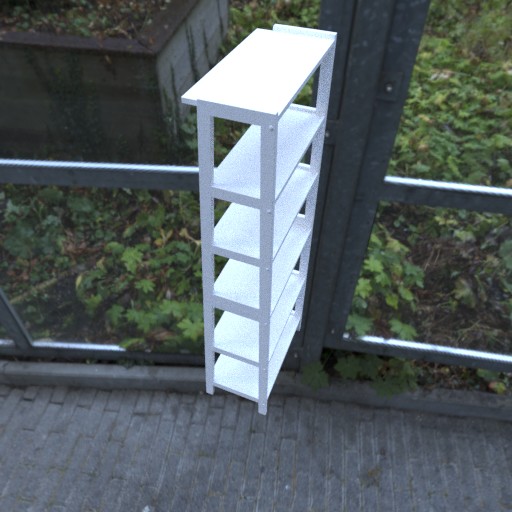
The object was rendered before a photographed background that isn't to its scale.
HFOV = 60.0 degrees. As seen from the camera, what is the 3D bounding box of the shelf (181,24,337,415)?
[{"bbox_3d":[0.000,0.000,2.154,0.381,1.892,0.660,16,48,15],"label":"shelf"}]
